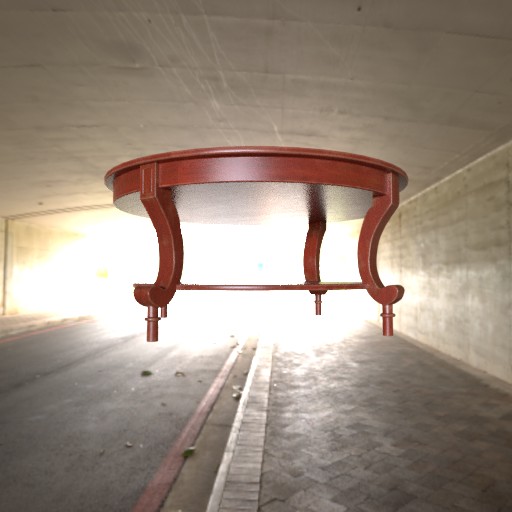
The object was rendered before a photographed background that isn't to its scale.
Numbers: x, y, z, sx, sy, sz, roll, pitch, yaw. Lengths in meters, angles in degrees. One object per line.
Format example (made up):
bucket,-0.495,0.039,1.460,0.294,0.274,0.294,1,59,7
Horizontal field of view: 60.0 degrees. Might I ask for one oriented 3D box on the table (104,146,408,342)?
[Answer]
table,0.000,0.000,1.566,1.029,0.486,1.029,0,-3,0
